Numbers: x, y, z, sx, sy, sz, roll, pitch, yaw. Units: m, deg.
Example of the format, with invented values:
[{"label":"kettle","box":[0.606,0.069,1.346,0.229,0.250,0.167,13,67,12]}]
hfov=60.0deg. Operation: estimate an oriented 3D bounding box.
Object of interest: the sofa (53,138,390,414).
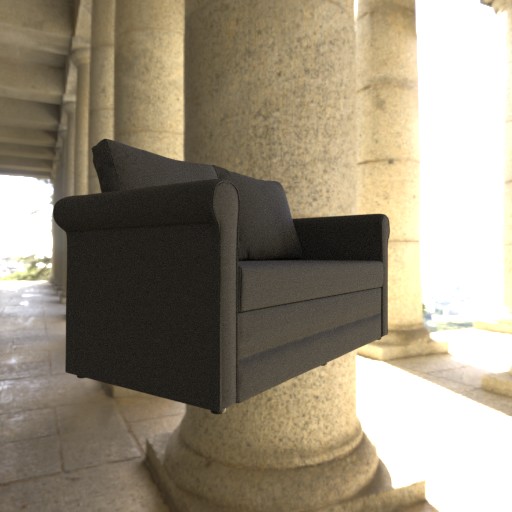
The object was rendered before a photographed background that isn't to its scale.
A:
[{"label":"sofa","box":[0.000,0.000,1.958,0.741,0.872,1.460,0,0,35]}]
